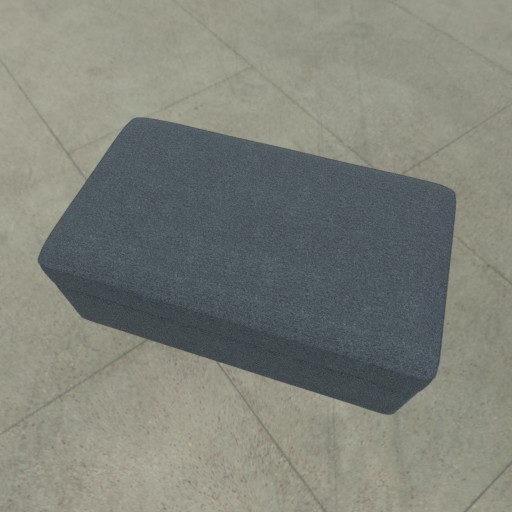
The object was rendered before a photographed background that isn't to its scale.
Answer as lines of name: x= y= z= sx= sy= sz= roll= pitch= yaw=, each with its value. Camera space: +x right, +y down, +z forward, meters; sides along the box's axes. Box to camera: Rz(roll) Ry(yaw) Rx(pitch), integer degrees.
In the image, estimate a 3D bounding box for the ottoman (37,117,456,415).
ottoman: x=0.000 y=0.000 z=1.533 sx=1.173 sy=0.494 sz=0.681 roll=15 pitch=59 yaw=9
